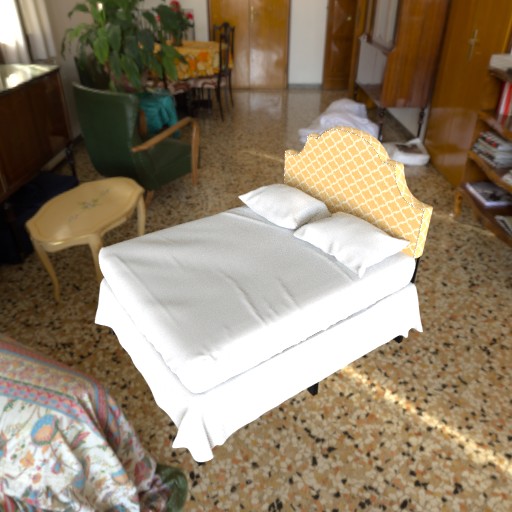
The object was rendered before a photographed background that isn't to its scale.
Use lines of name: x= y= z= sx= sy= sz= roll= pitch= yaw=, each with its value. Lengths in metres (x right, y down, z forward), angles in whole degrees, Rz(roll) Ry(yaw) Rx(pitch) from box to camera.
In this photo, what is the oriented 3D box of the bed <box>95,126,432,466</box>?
bed: x=0.000 y=0.000 z=3.396 sx=2.222 sy=1.633 sz=1.780 roll=-21 pitch=37 yaw=-30
